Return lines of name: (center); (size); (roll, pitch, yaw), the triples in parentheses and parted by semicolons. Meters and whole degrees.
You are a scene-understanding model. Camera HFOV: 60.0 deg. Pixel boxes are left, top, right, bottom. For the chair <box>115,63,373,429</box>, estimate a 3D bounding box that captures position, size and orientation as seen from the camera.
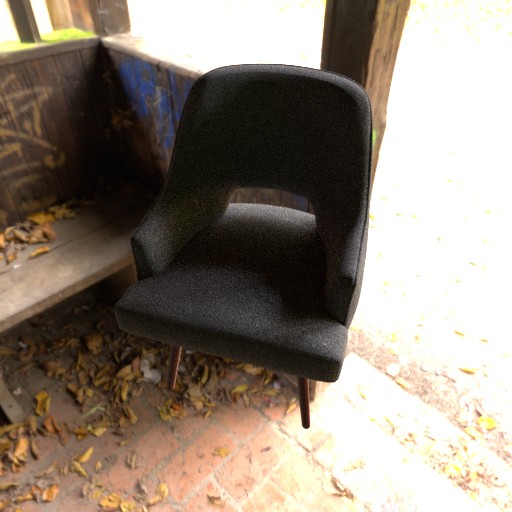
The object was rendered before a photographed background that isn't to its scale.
chair: (0.000, 0.000, 1.267); (0.608, 0.875, 0.629); (11, 42, 13)
